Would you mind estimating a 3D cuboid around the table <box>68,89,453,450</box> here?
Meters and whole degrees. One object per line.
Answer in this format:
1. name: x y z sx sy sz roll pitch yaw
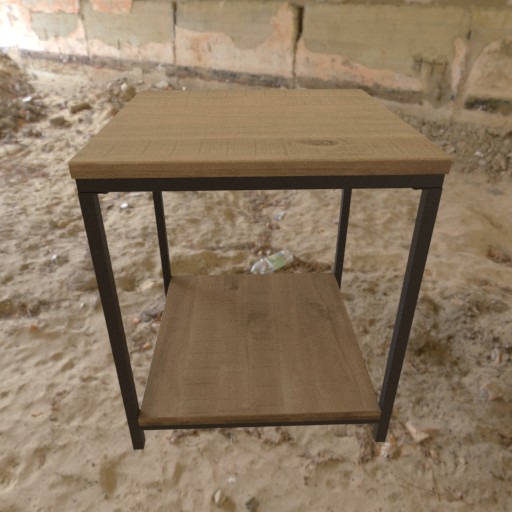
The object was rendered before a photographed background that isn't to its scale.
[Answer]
1. table: 0.000 0.000 0.949 0.507 0.589 0.503 -1 30 -2
